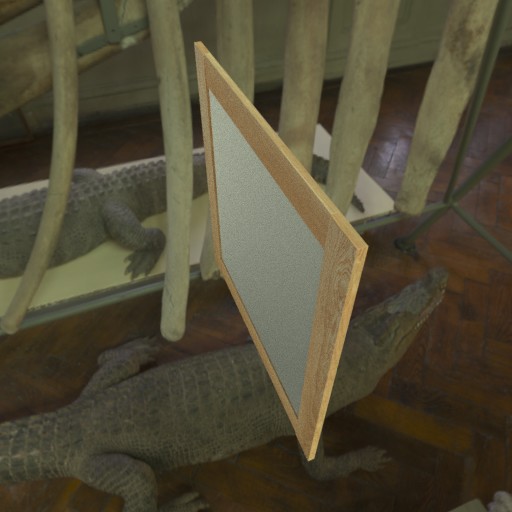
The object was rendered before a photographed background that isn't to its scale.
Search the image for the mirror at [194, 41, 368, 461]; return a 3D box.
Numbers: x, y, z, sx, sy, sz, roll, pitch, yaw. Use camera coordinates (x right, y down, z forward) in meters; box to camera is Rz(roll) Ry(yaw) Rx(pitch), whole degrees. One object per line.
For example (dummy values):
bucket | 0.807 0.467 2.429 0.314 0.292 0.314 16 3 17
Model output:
mirror | 0.000 0.000 1.157 0.020 0.800 0.800 -16 48 -15
